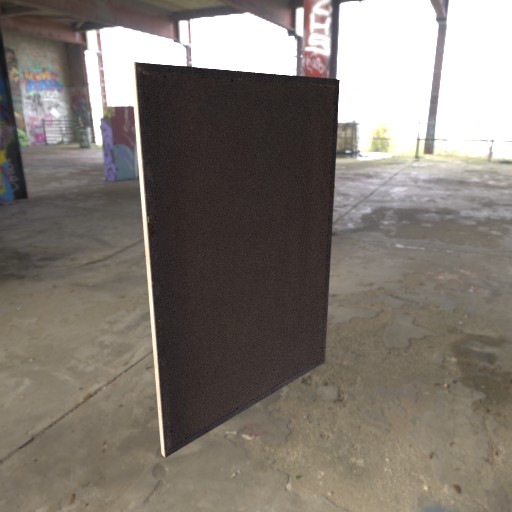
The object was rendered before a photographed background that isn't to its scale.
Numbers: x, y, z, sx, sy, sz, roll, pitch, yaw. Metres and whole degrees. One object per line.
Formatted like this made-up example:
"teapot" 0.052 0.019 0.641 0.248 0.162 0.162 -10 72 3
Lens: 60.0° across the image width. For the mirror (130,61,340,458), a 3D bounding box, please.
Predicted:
"mirror" 0.000 0.000 1.295 0.705 0.996 0.025 -16 24 -41
